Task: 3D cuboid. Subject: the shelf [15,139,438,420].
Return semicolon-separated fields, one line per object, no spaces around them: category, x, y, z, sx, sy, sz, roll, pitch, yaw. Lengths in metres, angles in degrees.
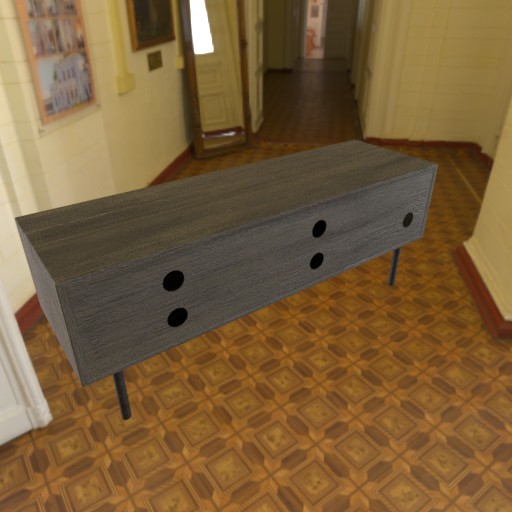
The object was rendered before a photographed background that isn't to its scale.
shelf;0.000;0.000;1.491;1.300;0.495;0.400;-20;35;-31
